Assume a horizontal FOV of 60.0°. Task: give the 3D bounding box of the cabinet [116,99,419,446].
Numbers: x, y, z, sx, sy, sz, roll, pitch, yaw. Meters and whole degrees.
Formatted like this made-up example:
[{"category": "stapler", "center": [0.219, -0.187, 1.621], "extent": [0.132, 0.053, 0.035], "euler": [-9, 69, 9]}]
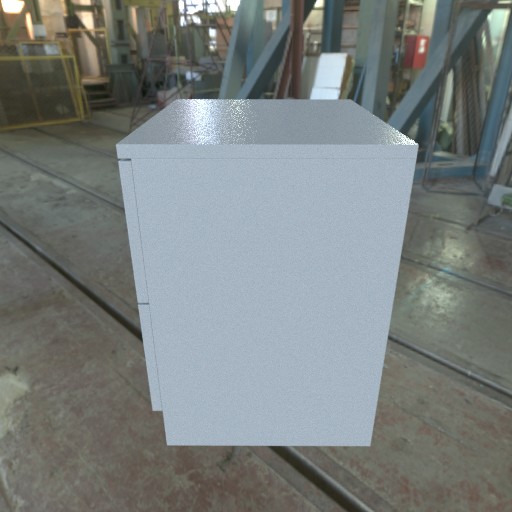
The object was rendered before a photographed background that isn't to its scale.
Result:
[{"category": "cabinet", "center": [0.000, 0.000, 0.771], "extent": [0.360, 0.470, 0.400], "euler": [0, 26, 0]}]
